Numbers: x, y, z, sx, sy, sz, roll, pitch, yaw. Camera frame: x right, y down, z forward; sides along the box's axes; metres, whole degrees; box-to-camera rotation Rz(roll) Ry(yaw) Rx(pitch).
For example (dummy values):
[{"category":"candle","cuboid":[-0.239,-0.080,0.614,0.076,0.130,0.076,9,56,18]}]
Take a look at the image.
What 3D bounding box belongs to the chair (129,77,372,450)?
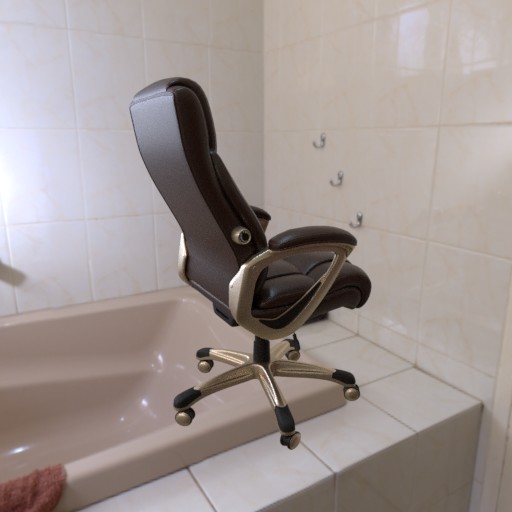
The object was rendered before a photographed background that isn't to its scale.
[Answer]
[{"category":"chair","cuboid":[0.000,0.000,1.656,0.749,1.194,0.692,-8,16,-28]}]
